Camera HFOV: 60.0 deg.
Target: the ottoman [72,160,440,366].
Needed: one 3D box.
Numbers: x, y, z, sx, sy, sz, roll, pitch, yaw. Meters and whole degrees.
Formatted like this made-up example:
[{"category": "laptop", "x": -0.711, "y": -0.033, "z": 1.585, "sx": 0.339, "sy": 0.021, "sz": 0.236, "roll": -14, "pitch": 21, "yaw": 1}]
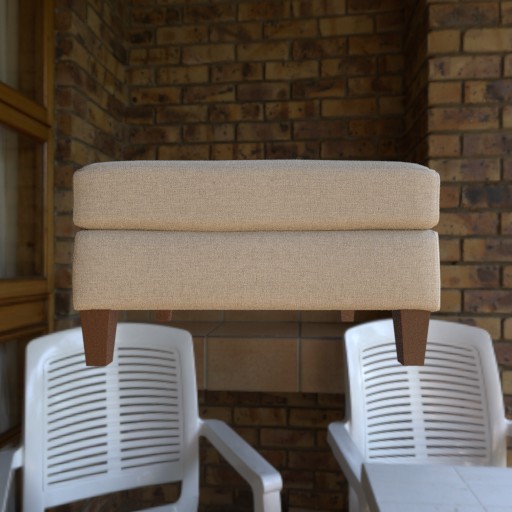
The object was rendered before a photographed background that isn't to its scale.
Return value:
[{"category": "ottoman", "x": 0.000, "y": 0.000, "z": 1.386, "sx": 0.838, "sy": 0.503, "sz": 0.838, "roll": 0, "pitch": 0, "yaw": 0}]
